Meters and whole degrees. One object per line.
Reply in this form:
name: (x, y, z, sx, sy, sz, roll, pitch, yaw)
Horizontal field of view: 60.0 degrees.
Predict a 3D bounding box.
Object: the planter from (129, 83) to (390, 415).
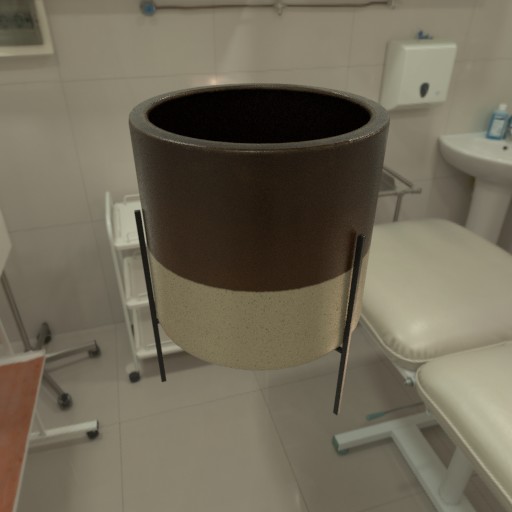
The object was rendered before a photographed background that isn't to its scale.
planter: (0.000, 0.000, 0.715, 0.354, 0.465, 0.345, -9, 33, -14)
